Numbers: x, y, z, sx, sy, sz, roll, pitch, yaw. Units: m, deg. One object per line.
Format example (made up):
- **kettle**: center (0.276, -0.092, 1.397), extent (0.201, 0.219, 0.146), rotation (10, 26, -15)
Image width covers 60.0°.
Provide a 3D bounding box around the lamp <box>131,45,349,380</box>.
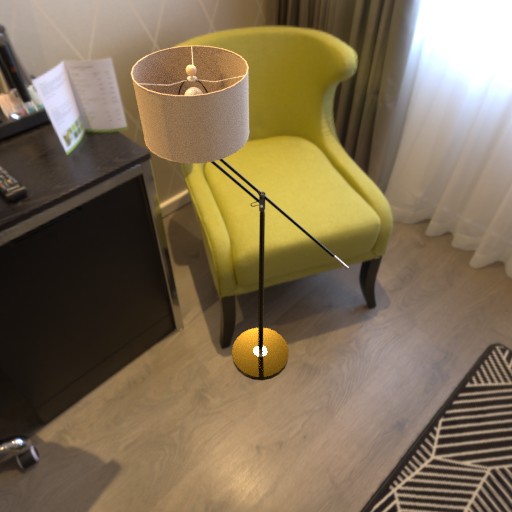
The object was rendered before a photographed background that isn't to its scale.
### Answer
- **lamp**: center (0.000, 0.000, 1.969), extent (0.809, 1.635, 0.373), rotation (11, 47, 10)
